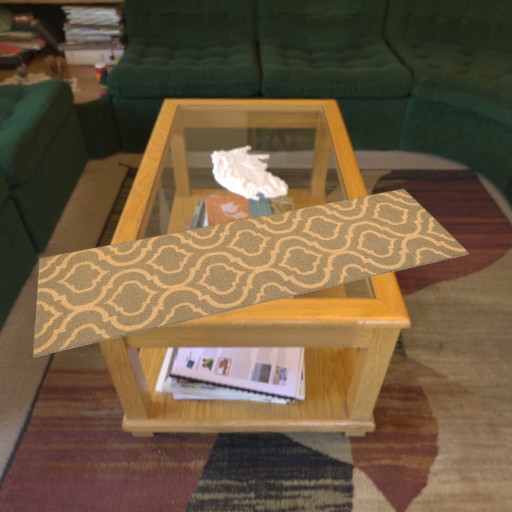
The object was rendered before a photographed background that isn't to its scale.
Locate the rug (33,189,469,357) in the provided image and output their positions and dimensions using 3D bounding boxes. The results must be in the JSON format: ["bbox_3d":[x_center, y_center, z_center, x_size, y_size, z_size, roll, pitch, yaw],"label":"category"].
[{"bbox_3d":[0.000,0.000,2.445,2.275,0.009,0.684,-12,43,-13],"label":"rug"}]
